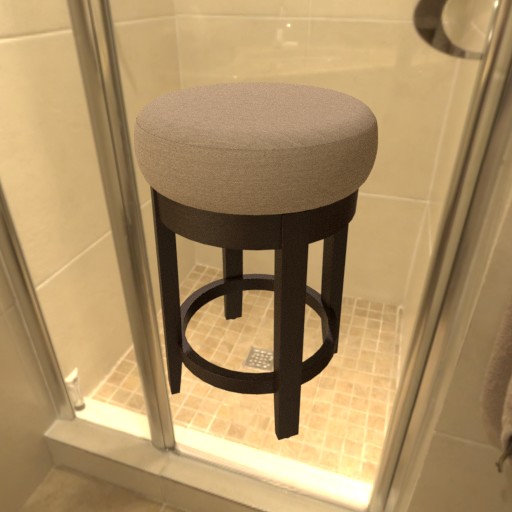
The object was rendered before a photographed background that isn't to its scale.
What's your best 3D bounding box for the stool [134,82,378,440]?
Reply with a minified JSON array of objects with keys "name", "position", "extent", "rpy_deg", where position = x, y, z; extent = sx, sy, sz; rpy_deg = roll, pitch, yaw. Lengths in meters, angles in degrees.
[{"name":"stool","position":[0.000,0.000,0.963],"extent":[0.443,0.672,0.443],"rpy_deg":[0,32,0]}]
